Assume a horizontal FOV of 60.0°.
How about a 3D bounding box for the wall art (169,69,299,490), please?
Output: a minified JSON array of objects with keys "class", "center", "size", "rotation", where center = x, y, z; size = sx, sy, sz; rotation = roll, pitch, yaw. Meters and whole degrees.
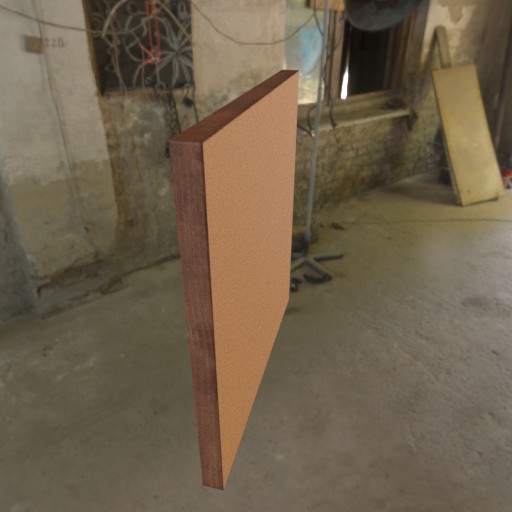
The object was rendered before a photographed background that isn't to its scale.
[{"class":"wall art","center":[0.000,0.000,0.818],"size":[0.037,0.572,0.554],"rotation":[8,31,13]}]
